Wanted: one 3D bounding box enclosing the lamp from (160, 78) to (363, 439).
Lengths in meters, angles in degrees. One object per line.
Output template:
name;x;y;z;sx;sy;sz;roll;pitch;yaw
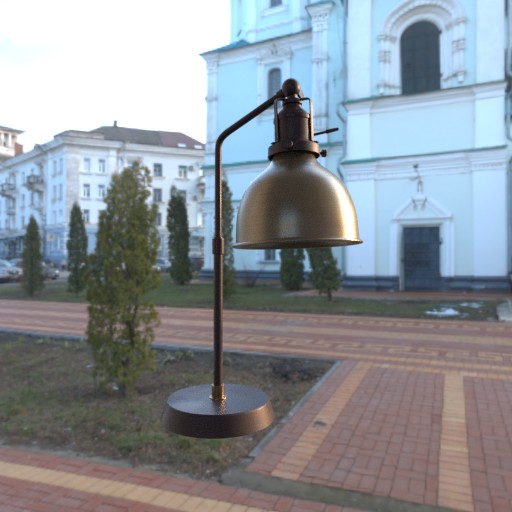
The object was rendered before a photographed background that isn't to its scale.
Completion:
lamp;0.000;0.000;0.615;0.298;0.469;0.175;0;-1;37
